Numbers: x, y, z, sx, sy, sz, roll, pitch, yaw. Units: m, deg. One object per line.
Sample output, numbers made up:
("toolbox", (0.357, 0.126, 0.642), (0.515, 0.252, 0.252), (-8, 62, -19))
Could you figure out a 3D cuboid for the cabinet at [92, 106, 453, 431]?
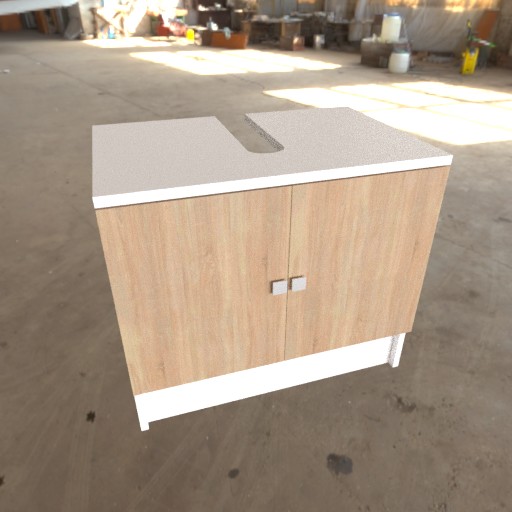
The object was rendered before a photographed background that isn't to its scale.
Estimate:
("cabinet", (0.000, 0.000, 0.985), (0.600, 0.522, 0.400), (-9, 33, -15))
